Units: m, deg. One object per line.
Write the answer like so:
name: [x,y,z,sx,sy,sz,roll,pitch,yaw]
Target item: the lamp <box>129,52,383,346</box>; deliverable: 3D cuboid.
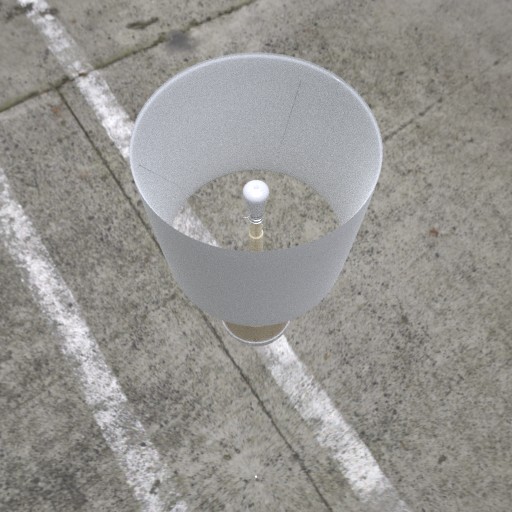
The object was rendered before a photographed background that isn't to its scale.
lamp: [0.000,0.000,0.609,0.229,0.470,0.229,-32,68,-15]
